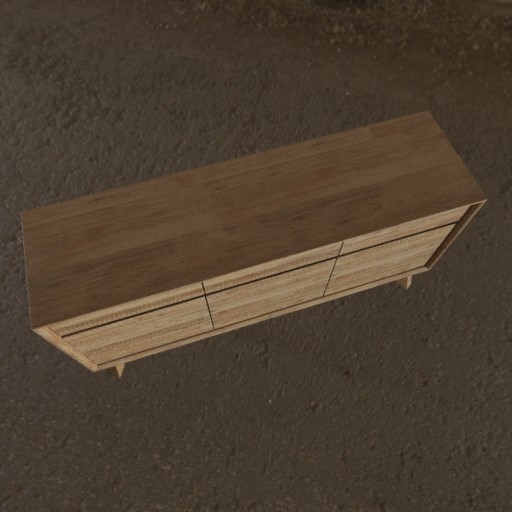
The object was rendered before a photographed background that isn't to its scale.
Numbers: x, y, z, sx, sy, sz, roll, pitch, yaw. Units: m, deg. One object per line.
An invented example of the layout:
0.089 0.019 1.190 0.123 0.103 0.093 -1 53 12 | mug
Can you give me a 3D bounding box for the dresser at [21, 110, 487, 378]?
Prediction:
0.000 0.000 1.930 1.602 0.788 0.455 -16 64 -8 | dresser
